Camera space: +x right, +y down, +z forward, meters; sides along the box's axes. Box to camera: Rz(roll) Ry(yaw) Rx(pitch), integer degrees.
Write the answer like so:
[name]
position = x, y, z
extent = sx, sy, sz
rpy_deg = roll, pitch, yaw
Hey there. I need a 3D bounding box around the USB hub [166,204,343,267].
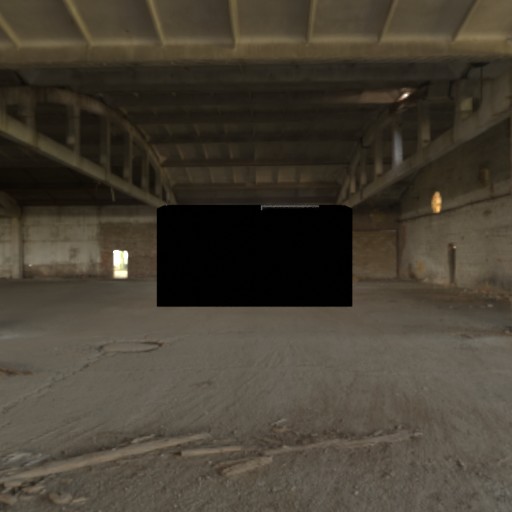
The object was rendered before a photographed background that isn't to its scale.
[USB hub]
position = 0.000, 0.000, 0.126
extent = 0.044, 0.023, 0.110
rpy_deg = 0, 0, 1
